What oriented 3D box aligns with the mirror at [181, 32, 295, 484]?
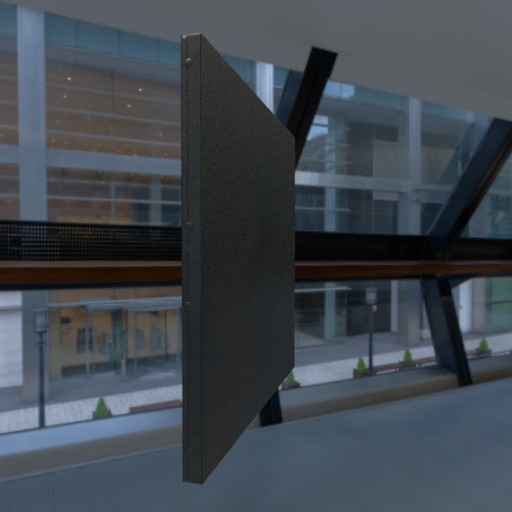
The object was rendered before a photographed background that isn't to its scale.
[{"bbox_3d":[0.000,0.000,0.558,0.020,0.381,0.382,0,1,17],"label":"mirror"}]
